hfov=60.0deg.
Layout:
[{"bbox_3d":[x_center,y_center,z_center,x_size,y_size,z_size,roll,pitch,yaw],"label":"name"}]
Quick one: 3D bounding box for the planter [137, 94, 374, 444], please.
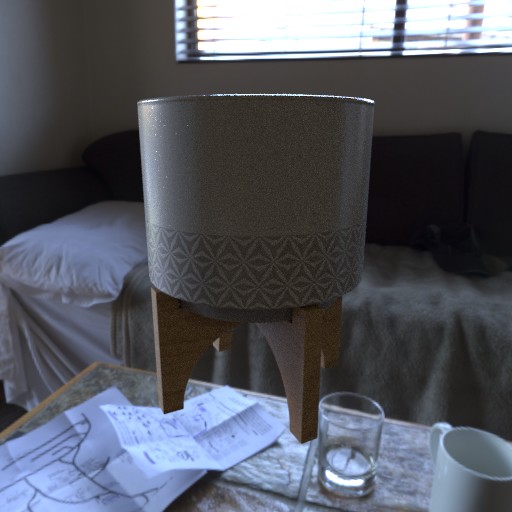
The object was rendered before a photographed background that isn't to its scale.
[{"bbox_3d":[0.000,0.000,0.526,0.249,0.343,0.249,0,16,0],"label":"planter"}]
